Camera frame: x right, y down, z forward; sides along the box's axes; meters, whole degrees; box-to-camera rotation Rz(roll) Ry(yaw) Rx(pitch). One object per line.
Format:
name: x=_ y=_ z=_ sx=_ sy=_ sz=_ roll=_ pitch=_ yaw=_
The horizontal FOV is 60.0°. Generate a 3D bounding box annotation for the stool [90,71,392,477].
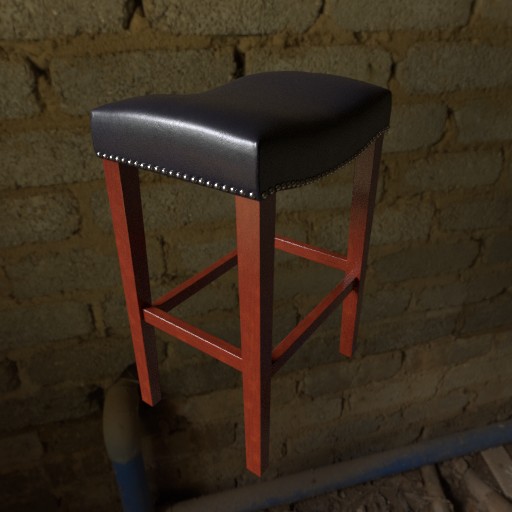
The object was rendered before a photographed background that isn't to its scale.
stool: x=0.000 y=0.000 z=1.016 sx=0.372 sy=0.742 sz=0.504 roll=19 pitch=35 yaw=30
